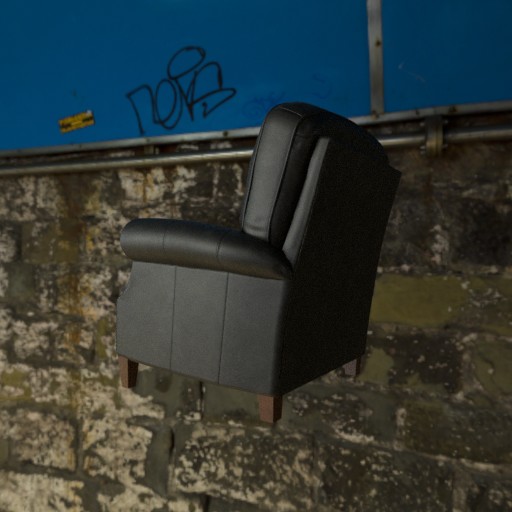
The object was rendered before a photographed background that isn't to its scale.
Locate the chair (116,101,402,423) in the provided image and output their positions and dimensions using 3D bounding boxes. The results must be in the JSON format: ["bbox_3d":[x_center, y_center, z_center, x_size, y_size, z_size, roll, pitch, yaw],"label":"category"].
[{"bbox_3d":[0.000,0.000,1.811,0.986,1.018,0.936,0,0,35],"label":"chair"}]
